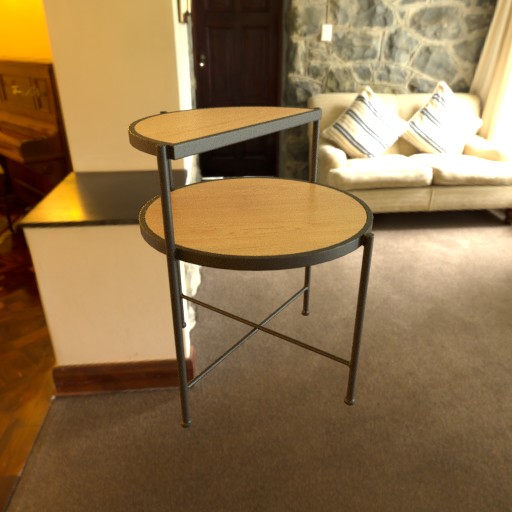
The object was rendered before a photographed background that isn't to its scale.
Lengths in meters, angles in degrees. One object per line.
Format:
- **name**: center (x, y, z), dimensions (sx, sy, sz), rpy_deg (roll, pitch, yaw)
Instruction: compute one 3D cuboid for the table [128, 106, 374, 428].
- **table**: center (0.000, 0.000, 1.169), dimensions (0.628, 0.684, 0.629), rpy_deg (17, 31, 31)
